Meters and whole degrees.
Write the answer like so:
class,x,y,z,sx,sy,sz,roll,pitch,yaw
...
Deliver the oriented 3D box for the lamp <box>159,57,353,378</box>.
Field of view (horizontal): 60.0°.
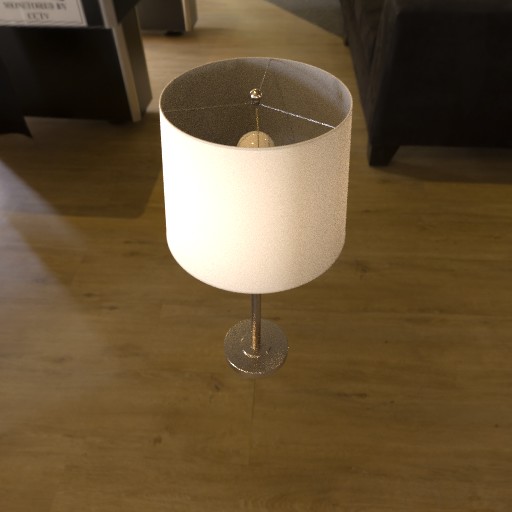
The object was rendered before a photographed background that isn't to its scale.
class,x,y,z,sx,sy,sz,roll,pitch,yaw
lamp,0.000,0.000,0.894,0.333,0.696,0.333,0,46,0
